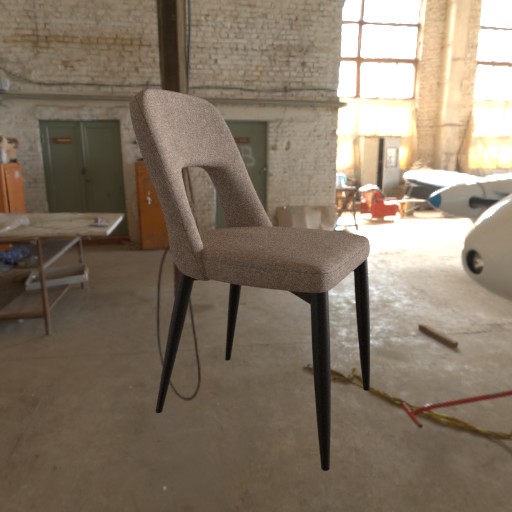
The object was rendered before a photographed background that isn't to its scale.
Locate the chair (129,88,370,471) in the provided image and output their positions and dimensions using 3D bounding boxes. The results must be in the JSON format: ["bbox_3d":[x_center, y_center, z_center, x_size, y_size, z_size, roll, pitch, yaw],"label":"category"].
[{"bbox_3d":[0.000,0.000,1.285,0.612,0.931,0.470,7,15,26],"label":"chair"}]
